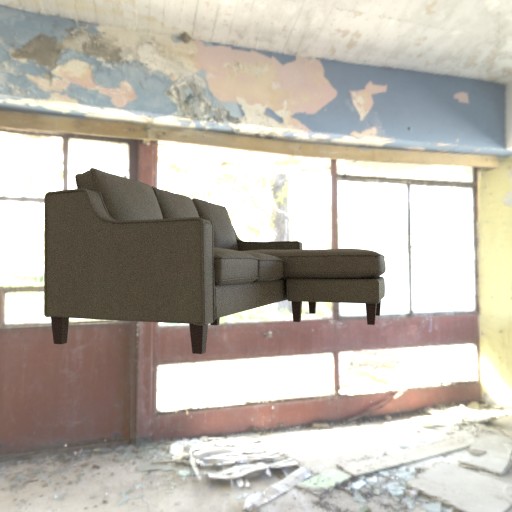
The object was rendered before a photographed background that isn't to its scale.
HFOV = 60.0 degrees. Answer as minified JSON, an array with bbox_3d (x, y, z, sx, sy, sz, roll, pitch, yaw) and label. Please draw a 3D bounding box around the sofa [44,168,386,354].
[{"bbox_3d":[0.000,0.000,3.402,1.858,1.081,2.317,0,-2,19],"label":"sofa"}]
